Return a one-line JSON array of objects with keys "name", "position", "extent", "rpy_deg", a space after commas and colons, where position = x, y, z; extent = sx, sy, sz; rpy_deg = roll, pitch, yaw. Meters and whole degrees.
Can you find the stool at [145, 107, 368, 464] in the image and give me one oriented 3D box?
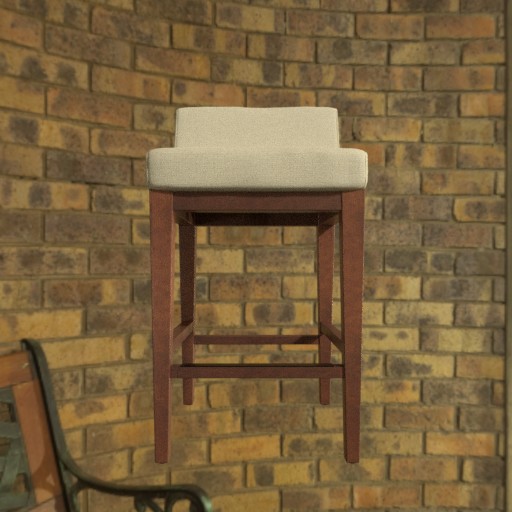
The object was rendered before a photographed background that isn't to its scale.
[{"name": "stool", "position": [0.000, 0.000, 1.218], "extent": [0.511, 0.937, 0.500], "rpy_deg": [0, 0, 0]}]
